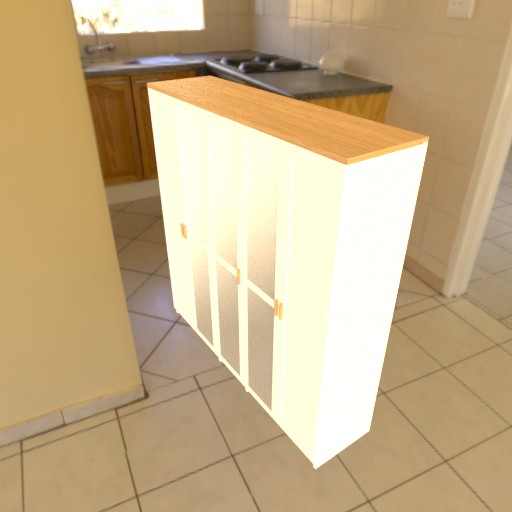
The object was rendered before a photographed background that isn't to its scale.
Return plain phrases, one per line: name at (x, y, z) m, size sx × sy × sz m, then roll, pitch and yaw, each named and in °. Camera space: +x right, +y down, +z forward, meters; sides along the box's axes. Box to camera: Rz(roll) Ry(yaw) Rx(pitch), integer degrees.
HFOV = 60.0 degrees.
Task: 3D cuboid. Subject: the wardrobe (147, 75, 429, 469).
wardrobe at (0.000, 0.000, 3.406) m, size 0.590 × 2.260 × 2.160 m, roll -20°, pitch 37°, yaw -30°
